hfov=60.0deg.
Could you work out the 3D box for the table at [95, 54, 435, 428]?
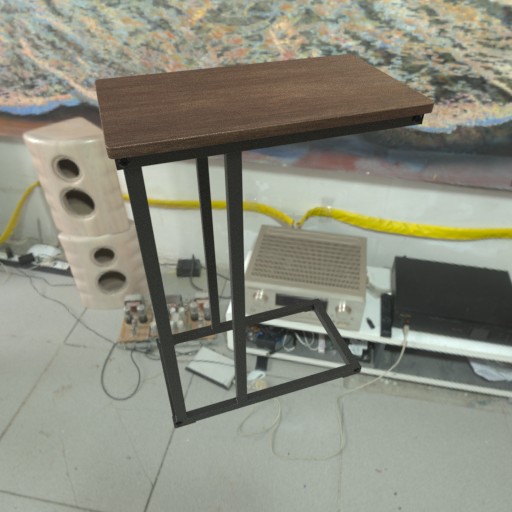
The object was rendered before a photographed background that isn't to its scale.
[{"bbox_3d":[0.000,0.000,0.860,0.450,0.637,0.254,-12,41,-14],"label":"table"}]
